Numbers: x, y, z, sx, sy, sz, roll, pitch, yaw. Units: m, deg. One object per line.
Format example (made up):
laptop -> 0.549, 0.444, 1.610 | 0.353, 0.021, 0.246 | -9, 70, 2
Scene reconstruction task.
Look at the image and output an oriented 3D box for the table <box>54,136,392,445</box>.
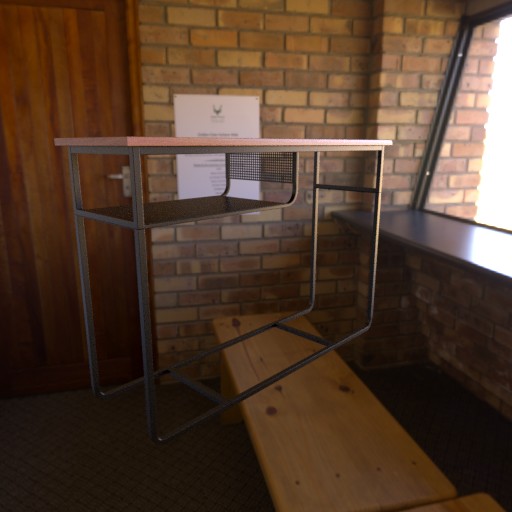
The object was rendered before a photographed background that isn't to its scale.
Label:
table -> 0.000, 0.000, 1.473 | 0.350, 0.750, 1.100 | 13, 19, 42
